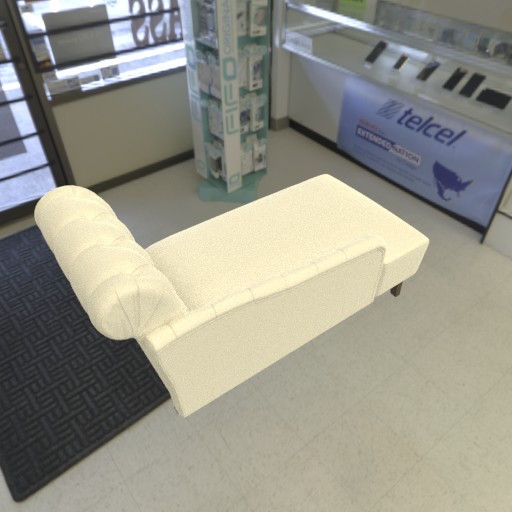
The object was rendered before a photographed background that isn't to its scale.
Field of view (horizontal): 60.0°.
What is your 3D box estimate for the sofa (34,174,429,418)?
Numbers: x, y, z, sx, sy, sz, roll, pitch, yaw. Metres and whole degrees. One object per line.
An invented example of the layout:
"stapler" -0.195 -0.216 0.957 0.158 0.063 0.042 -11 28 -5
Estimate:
"sofa" 0.000 0.000 1.790 1.379 0.787 0.675 -25 48 -26
